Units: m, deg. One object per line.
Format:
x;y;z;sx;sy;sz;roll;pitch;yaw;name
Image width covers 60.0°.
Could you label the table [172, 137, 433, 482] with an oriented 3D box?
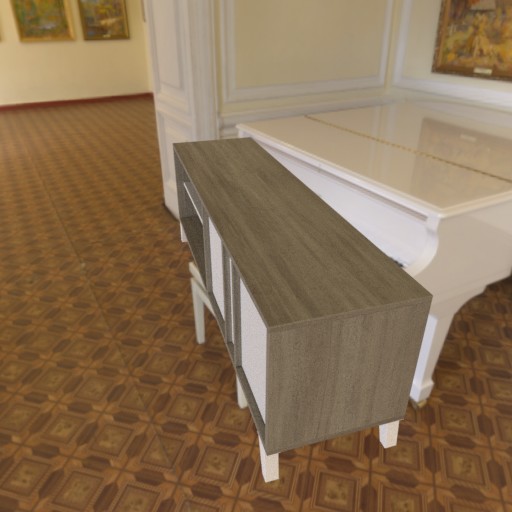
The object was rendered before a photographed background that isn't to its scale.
0.000;0.000;1.729;0.400;0.530;1.500;-8;30;-15;table
